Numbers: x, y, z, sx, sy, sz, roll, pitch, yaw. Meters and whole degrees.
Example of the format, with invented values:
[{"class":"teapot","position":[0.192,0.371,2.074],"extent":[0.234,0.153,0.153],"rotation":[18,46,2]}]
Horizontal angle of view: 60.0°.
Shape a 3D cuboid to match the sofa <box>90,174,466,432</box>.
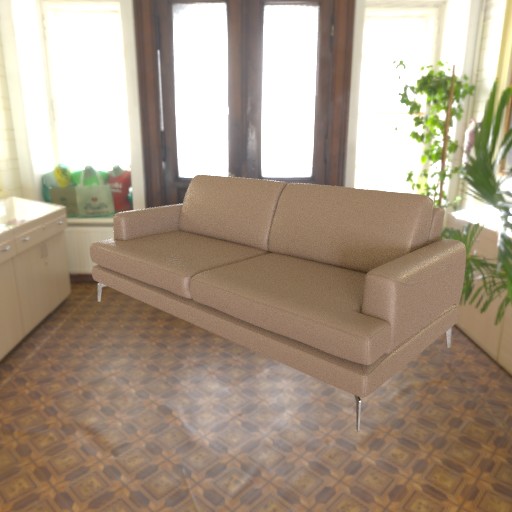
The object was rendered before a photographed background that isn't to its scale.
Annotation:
[{"class":"sofa","position":[0.000,0.000,2.429],"extent":[1.940,0.765,0.974],"rotation":[14,21,41]}]
